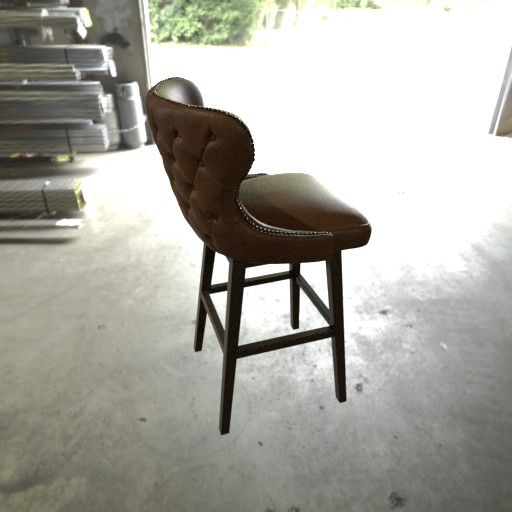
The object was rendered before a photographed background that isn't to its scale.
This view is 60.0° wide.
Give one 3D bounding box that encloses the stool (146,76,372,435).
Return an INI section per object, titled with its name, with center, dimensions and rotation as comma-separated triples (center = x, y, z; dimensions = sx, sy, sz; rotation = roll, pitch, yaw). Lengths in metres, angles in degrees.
[stool]
center = 0.000, 0.000, 1.494
dimensions = 0.606, 1.087, 0.591
rotation = -9, 31, -16
